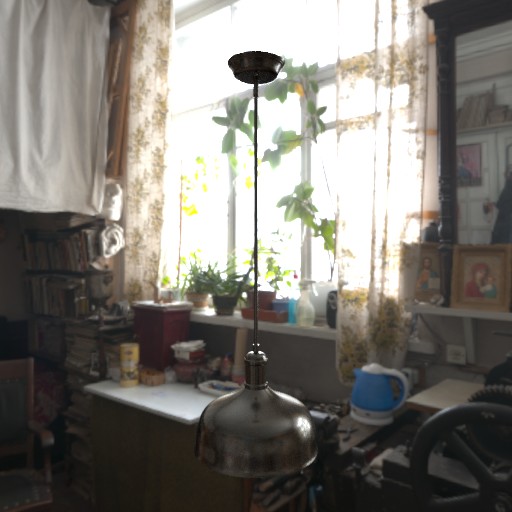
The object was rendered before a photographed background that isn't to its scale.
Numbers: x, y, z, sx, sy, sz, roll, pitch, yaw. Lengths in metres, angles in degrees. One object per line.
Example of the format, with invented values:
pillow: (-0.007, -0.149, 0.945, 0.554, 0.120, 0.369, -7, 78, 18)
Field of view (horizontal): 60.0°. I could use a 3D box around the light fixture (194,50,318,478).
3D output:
light fixture: (0.000, 0.000, 1.081, 0.299, 0.935, 0.299, 0, 0, 1)
